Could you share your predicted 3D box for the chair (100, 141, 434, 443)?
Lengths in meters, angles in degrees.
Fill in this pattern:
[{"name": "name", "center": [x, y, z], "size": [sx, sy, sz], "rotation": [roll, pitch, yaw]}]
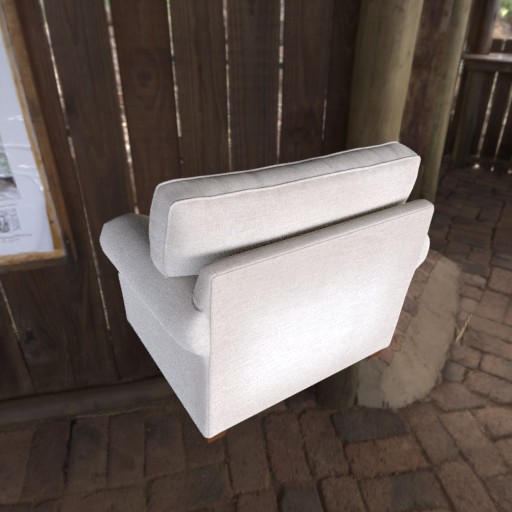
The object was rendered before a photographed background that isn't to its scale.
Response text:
[{"name": "chair", "center": [0.000, 0.000, 1.861], "size": [1.092, 0.961, 0.965], "rotation": [-17, 33, -29]}]
